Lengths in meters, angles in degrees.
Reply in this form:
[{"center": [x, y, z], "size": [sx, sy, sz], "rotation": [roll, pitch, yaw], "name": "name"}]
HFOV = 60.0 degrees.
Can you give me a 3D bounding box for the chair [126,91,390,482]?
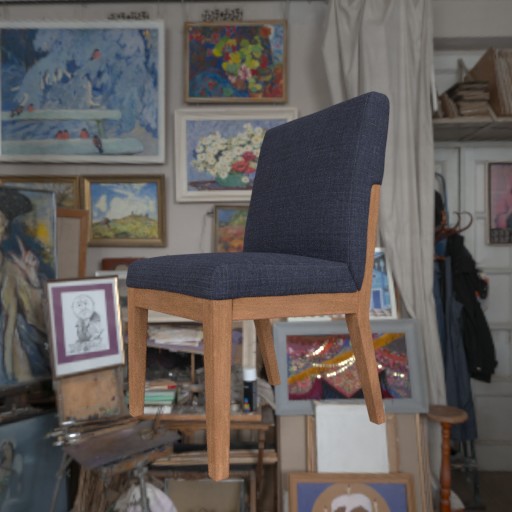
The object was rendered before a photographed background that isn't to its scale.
[{"center": [0.000, 0.000, 1.246], "size": [0.586, 0.911, 0.507], "rotation": [0, 0, -37], "name": "chair"}]
